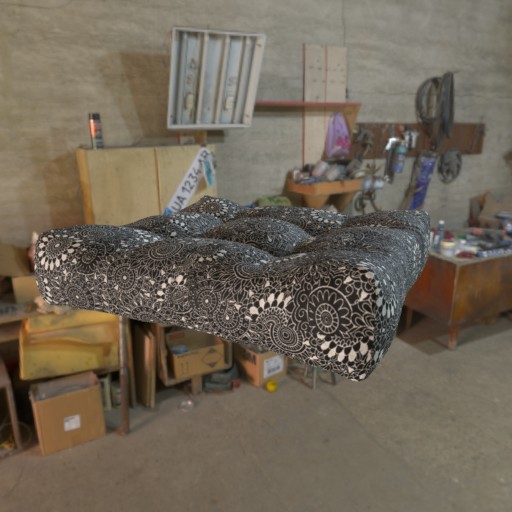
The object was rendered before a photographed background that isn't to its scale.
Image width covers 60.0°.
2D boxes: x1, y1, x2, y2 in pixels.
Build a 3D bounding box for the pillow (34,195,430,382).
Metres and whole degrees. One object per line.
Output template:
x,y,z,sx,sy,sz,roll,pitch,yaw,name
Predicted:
0.000,0.000,0.711,0.490,0.128,0.468,7,16,25,pillow
